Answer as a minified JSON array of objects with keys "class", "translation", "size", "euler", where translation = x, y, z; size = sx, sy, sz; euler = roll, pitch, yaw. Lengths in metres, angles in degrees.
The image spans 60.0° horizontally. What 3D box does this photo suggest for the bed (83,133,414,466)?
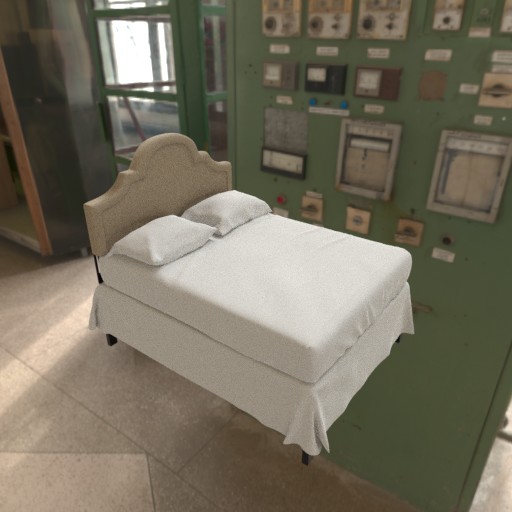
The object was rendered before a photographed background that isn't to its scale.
[{"class":"bed","translation":[0.000,0.000,3.444],"size":[2.222,1.634,1.780],"euler":[19,32,33]}]
